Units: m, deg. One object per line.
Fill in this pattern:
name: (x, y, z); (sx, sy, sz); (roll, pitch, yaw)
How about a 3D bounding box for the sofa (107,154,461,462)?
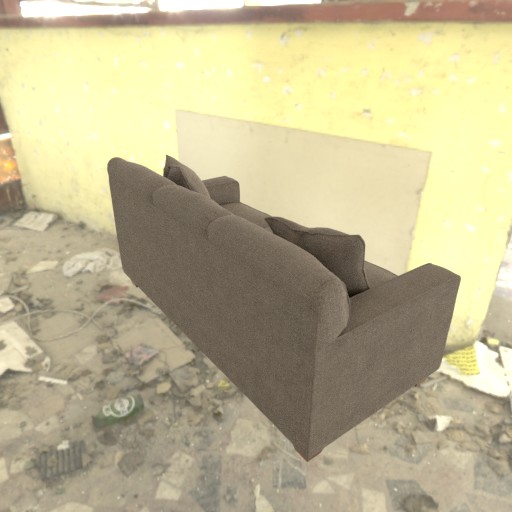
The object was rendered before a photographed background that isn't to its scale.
sofa: (0.000, 0.000, 2.618); (0.997, 0.958, 2.024); (-18, 32, -32)
